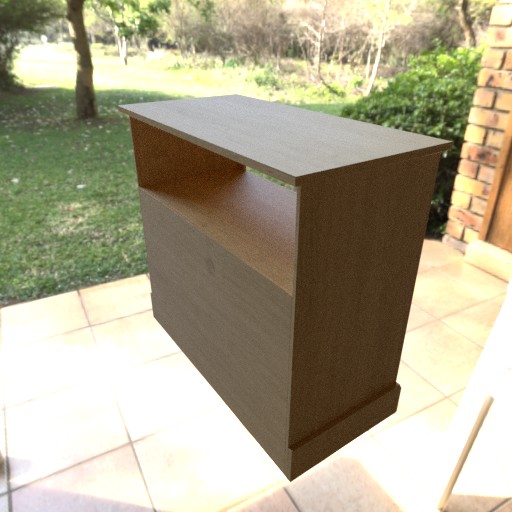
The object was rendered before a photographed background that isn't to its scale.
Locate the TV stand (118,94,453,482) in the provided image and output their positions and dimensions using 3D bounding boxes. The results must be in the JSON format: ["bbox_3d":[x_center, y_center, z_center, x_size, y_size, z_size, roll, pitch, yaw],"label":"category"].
[{"bbox_3d":[0.000,0.000,1.320,0.430,0.787,0.851,-18,33,-30],"label":"TV stand"}]
